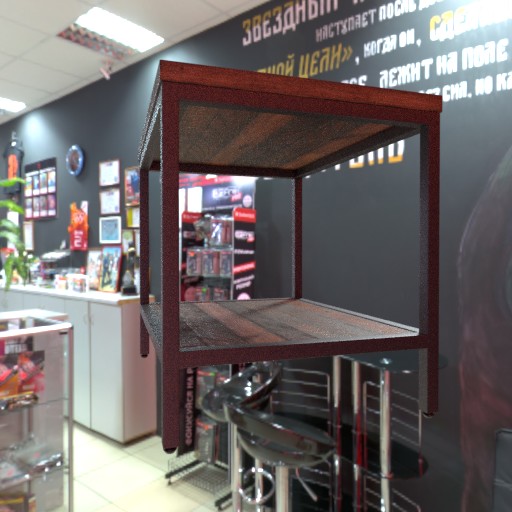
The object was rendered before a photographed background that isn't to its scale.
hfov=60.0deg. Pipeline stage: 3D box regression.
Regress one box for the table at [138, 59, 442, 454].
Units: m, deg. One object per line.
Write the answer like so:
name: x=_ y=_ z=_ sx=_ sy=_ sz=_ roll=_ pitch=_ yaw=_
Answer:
table: x=0.000 y=0.000 z=1.083 sx=0.524 sy=0.612 sz=0.678 roll=0 pitch=1 yaw=-18
